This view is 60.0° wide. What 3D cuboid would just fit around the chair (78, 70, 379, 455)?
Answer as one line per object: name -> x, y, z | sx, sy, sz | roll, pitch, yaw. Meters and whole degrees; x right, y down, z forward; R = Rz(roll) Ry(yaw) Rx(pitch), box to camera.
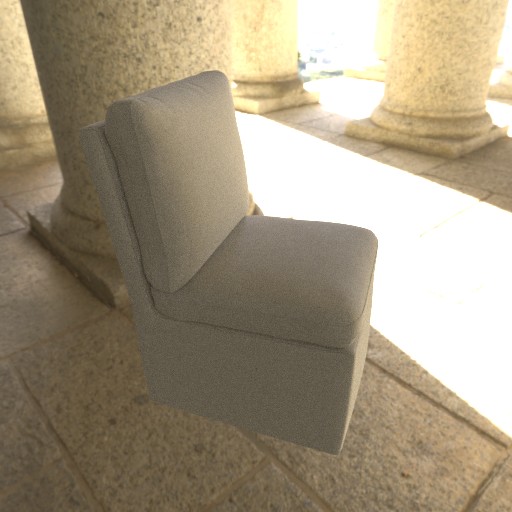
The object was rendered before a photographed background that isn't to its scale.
chair -> 0.000, 0.000, 1.284 | 0.698, 0.927, 0.503 | 10, 32, 16
